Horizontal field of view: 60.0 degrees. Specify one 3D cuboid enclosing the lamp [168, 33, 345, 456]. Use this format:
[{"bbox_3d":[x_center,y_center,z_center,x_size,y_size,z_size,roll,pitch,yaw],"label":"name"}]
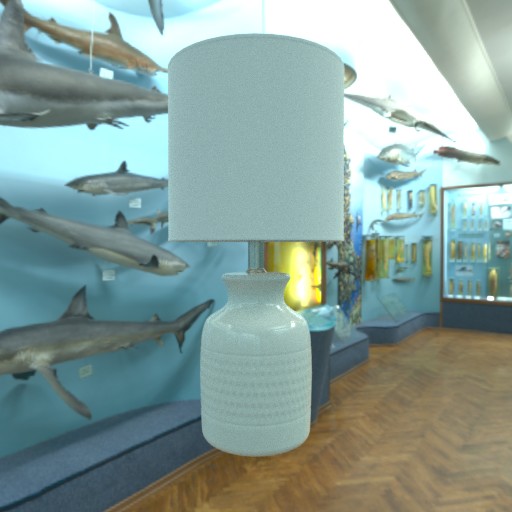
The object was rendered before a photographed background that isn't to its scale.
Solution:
[{"bbox_3d":[0.000,0.000,0.484,0.188,0.392,0.188,1,2,37],"label":"lamp"}]
